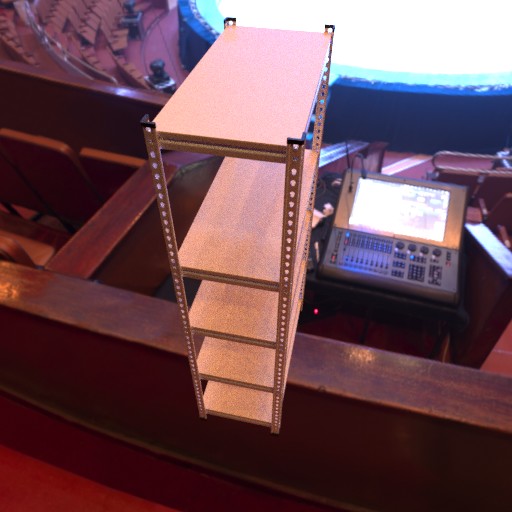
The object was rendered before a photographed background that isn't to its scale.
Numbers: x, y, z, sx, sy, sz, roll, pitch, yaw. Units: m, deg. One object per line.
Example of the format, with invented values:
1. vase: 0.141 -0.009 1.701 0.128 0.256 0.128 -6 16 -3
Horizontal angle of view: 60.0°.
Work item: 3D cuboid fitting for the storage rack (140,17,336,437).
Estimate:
1. storage rack: 0.000 0.000 2.142 0.457 1.829 0.914 9 46 9
